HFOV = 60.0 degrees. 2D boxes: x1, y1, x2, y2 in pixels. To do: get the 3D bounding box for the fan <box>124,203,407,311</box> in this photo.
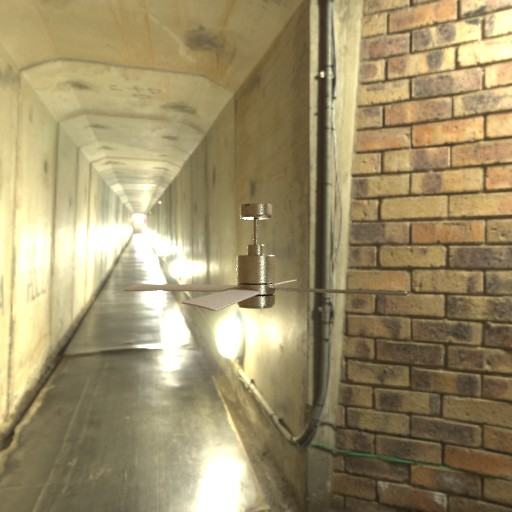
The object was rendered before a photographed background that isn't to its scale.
[{"bbox_3d":[0.000,0.000,2.357,1.525,0.539,1.525,0,0,17],"label":"fan"}]
